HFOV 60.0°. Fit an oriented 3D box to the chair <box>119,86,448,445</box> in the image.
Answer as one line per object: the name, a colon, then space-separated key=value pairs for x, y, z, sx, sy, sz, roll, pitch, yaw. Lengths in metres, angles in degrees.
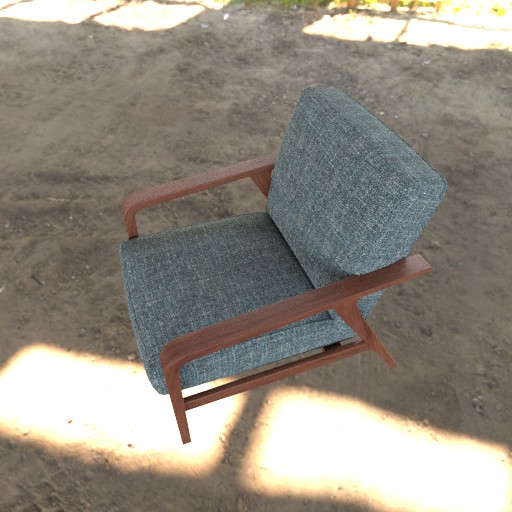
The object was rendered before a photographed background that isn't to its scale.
chair: x=0.000 y=0.000 z=1.492 sx=0.889 sy=0.864 sz=0.719 roll=-15 pitch=47 yaw=-14
